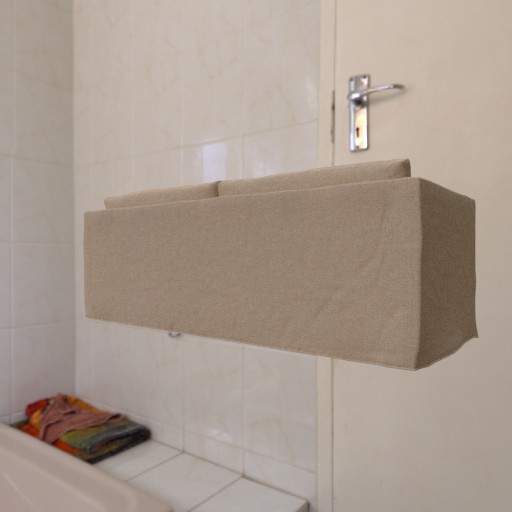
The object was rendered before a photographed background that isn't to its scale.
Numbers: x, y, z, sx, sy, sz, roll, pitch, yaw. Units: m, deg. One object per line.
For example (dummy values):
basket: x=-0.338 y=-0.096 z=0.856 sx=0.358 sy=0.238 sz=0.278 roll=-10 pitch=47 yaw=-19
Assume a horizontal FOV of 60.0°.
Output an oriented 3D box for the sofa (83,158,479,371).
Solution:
sofa: x=0.000 y=0.000 z=2.701 sx=2.312 sy=0.853 sz=0.962 roll=0 pitch=0 yaw=38
